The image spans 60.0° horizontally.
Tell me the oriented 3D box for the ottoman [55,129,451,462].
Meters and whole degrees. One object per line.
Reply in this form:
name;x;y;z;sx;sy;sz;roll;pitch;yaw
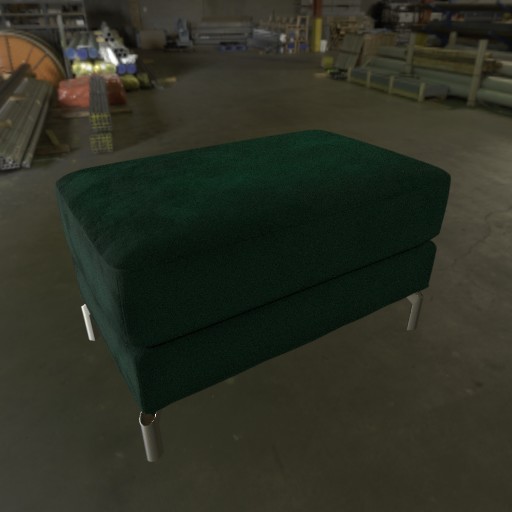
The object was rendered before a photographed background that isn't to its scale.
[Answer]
ottoman;0.000;0.000;1.215;0.886;0.533;0.536;-18;34;-28
